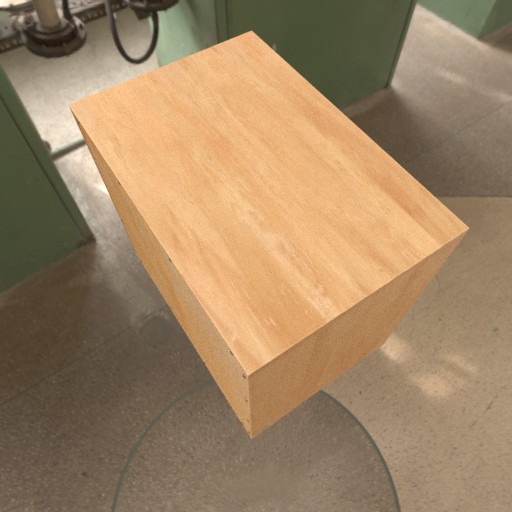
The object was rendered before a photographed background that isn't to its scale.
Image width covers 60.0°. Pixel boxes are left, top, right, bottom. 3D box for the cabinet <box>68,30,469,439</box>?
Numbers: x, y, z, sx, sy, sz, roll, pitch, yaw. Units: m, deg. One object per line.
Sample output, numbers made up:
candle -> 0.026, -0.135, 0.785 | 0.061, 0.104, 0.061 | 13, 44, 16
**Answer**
cabinet -> 0.000, 0.000, 0.945 | 0.394, 0.599, 0.551 | -30, 64, -16
